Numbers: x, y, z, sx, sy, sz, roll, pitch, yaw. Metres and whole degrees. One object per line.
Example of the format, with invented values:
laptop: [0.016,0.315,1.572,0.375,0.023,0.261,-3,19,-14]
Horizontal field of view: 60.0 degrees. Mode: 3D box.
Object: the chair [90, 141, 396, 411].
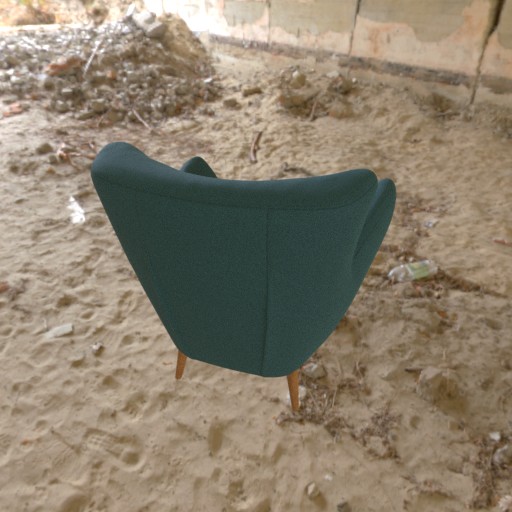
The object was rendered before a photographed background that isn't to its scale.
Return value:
chair: [0.000,0.000,1.596,0.890,0.889,0.889,10,33,16]
